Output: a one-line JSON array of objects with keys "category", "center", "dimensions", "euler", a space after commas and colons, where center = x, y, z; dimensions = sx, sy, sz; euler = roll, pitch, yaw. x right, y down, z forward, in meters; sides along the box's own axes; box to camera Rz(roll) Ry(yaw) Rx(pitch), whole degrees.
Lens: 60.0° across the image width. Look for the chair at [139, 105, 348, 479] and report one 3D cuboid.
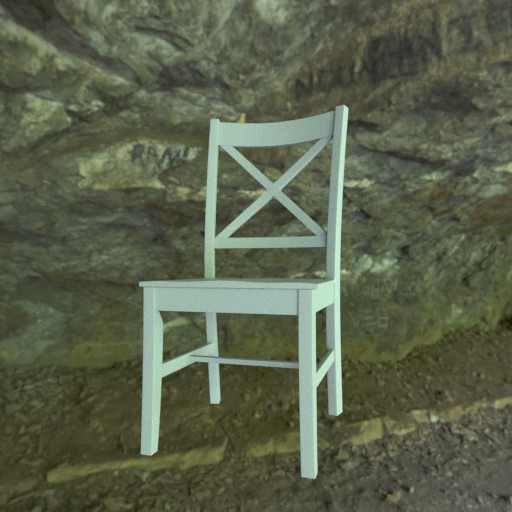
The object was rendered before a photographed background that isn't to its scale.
[{"category": "chair", "center": [0.000, 0.000, 1.285], "dimensions": [0.485, 0.983, 0.542], "euler": [0, -2, 17]}]
